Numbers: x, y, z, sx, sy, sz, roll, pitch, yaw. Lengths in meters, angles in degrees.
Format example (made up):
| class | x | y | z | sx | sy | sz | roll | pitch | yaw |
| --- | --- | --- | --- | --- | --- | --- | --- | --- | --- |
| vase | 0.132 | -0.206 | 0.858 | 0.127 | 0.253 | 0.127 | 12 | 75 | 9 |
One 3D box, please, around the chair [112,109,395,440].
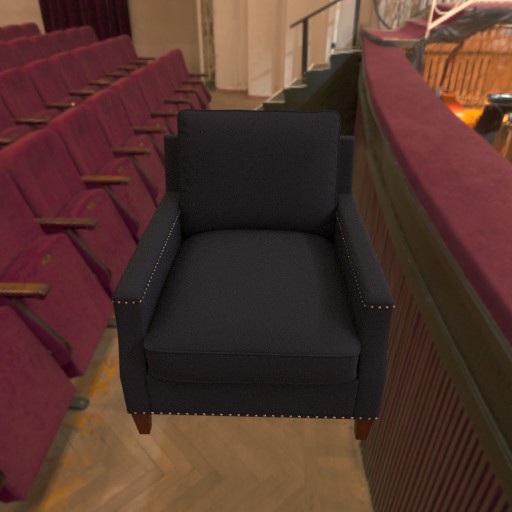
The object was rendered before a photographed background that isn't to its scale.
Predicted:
| class | x | y | z | sx | sy | sz | roll | pitch | yaw |
| --- | --- | --- | --- | --- | --- | --- | --- | --- | --- |
| chair | 0.000 | 0.000 | 1.715 | 0.853 | 0.943 | 1.014 | 1 | 31 | 1 |
